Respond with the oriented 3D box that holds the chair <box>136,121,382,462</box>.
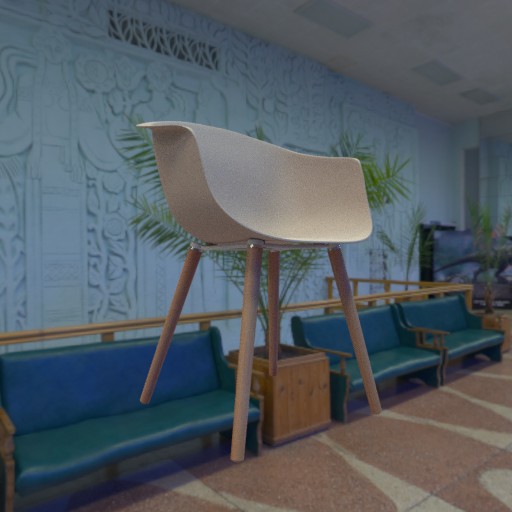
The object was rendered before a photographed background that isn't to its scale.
[{"bbox_3d":[0.000,0.000,1.140,0.593,0.781,0.504,0,1,-37],"label":"chair"}]
